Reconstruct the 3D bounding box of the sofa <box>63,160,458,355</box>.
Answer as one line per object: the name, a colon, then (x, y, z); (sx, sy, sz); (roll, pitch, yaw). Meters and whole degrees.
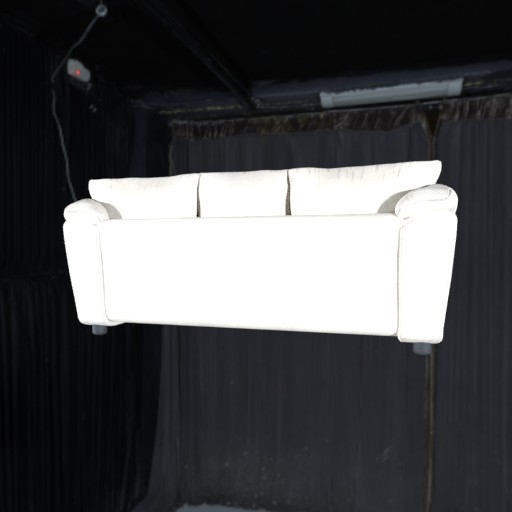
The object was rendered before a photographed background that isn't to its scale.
sofa: (0.000, 0.000, 2.813); (2.334, 0.996, 0.878); (0, 0, 17)
